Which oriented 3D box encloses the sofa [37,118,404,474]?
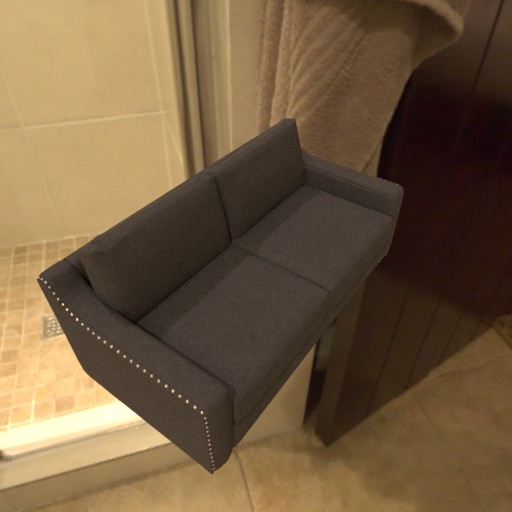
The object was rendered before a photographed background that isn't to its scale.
[{"bbox_3d":[0.000,0.000,3.321,1.336,1.196,2.550,26,47,26],"label":"sofa"}]
